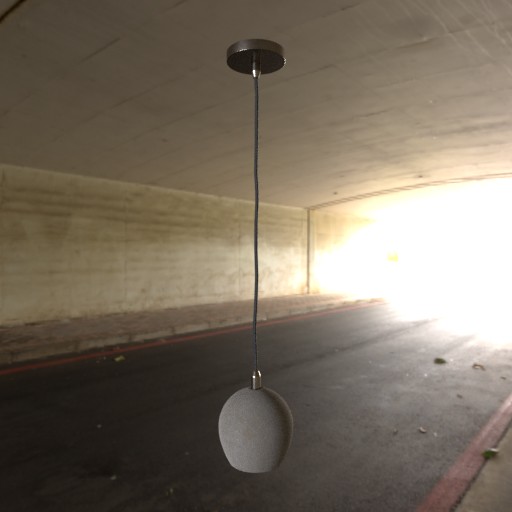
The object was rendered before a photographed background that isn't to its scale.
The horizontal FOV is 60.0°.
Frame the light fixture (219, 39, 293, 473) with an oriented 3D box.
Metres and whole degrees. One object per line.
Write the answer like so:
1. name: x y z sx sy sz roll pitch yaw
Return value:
1. light fixture: 0.000 0.000 0.832 0.139 0.764 0.139 0 0 -18
